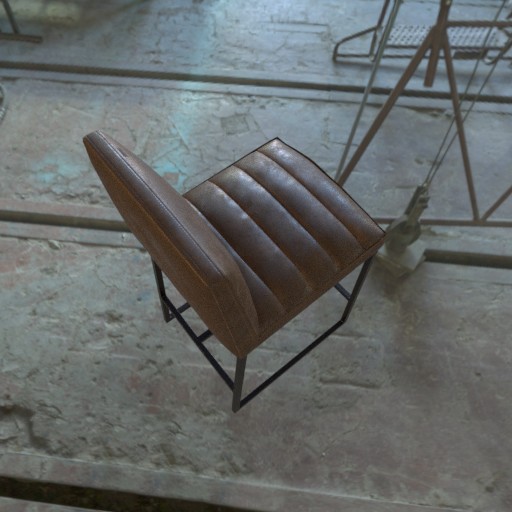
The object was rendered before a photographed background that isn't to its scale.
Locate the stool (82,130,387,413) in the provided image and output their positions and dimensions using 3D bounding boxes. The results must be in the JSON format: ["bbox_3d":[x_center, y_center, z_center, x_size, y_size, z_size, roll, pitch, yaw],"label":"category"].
[{"bbox_3d":[0.000,0.000,1.270,0.562,0.942,0.463,-35,65,-19],"label":"stool"}]
